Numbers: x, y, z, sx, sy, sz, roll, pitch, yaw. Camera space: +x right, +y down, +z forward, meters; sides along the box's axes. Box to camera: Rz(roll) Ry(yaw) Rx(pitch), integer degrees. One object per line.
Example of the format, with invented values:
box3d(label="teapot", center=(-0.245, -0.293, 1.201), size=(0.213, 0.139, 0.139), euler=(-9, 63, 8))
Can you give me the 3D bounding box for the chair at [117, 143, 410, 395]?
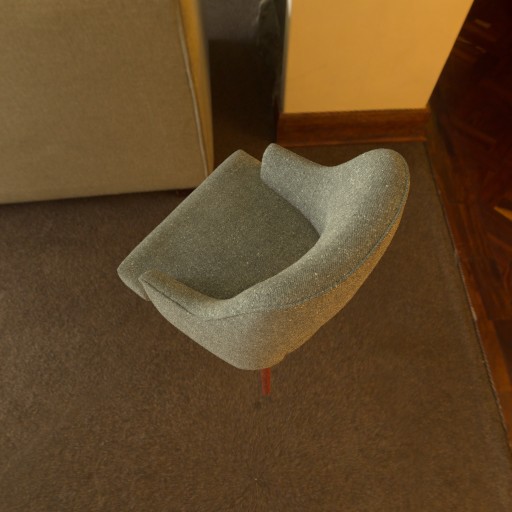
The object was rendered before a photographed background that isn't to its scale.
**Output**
box3d(label="chair", center=(0.000, 0.000, 1.312), size=(0.629, 0.875, 0.608), euler=(35, 68, 16))
